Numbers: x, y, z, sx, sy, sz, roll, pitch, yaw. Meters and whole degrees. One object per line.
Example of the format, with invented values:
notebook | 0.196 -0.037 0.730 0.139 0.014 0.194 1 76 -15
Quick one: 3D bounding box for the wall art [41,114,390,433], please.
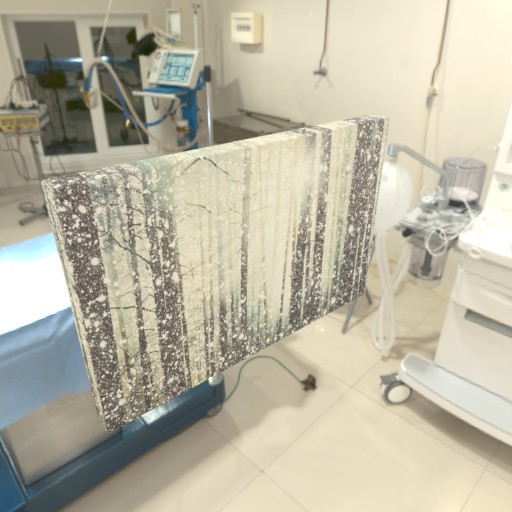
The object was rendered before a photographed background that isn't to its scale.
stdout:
wall art | 0.000 0.000 0.771 0.618 0.398 0.042 -21 35 -33
